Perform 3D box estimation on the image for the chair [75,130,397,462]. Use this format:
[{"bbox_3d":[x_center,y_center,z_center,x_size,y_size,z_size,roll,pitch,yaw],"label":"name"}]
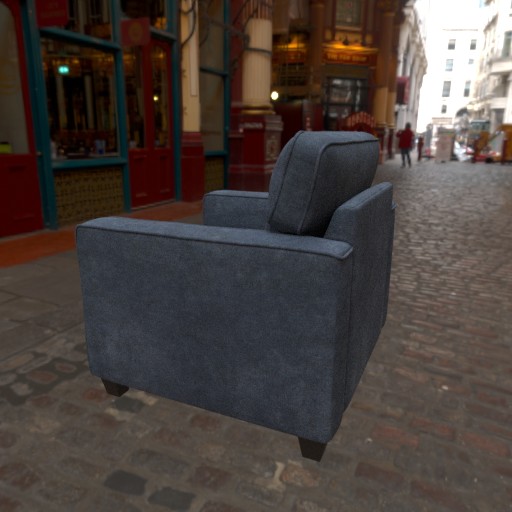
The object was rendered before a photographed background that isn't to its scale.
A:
[{"bbox_3d":[0.000,0.000,1.777,0.939,0.965,1.015,7,17,24],"label":"chair"}]
